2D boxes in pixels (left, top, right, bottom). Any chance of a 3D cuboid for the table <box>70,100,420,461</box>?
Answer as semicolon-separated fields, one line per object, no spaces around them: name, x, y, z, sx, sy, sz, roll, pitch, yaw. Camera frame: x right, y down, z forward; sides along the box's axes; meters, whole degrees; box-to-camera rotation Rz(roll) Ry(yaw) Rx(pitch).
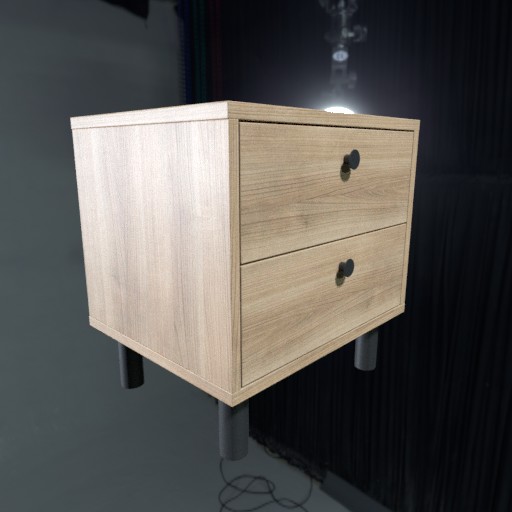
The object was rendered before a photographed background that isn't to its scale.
table;0.000;0.000;0.776;0.380;0.460;0.445;13;19;42
